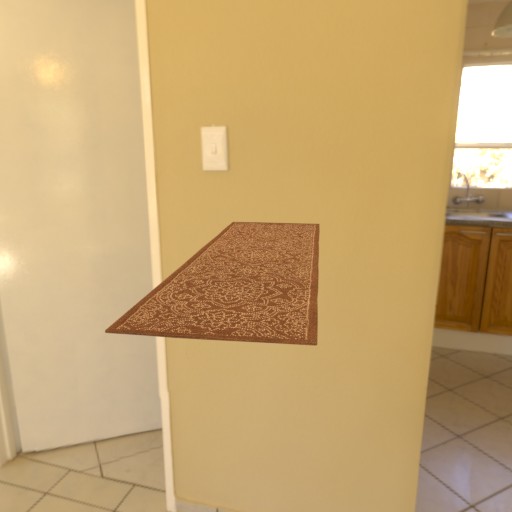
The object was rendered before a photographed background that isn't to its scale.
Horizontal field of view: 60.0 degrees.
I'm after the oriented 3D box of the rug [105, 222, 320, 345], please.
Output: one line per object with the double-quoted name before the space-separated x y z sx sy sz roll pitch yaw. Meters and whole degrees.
"rug" 0.000 0.000 2.724 0.769 0.012 2.448 2 14 8
